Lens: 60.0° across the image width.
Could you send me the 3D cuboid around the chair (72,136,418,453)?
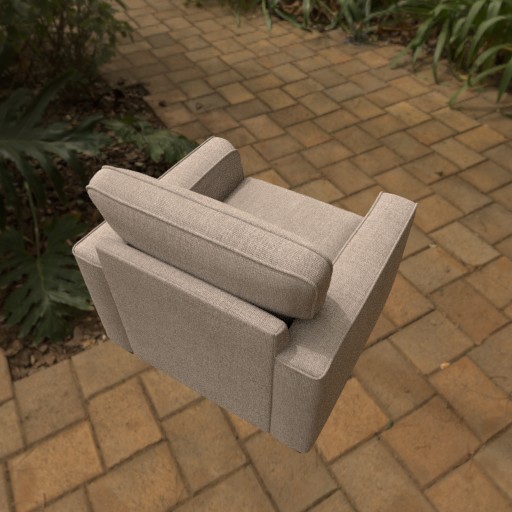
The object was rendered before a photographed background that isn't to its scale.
[{"bbox_3d":[0.000,0.000,1.793,1.015,0.965,0.939,23,50,21],"label":"chair"}]
